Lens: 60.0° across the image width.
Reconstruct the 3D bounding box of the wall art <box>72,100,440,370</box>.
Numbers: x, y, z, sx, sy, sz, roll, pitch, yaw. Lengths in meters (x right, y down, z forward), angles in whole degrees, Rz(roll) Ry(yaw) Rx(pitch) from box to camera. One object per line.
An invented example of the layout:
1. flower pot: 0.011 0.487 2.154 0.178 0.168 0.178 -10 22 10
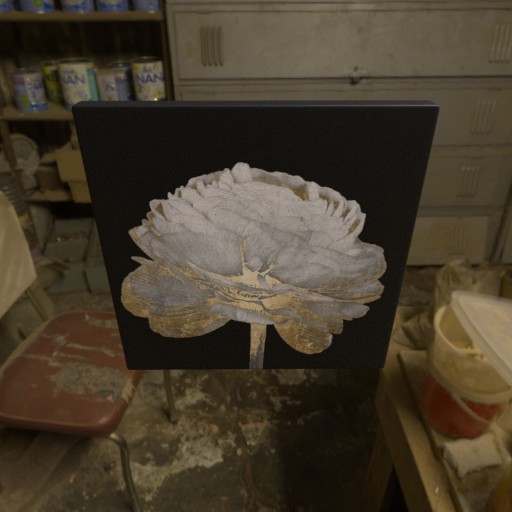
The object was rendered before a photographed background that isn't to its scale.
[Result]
1. wall art: 0.000 0.000 0.909 0.610 0.611 0.043 0 32 0
